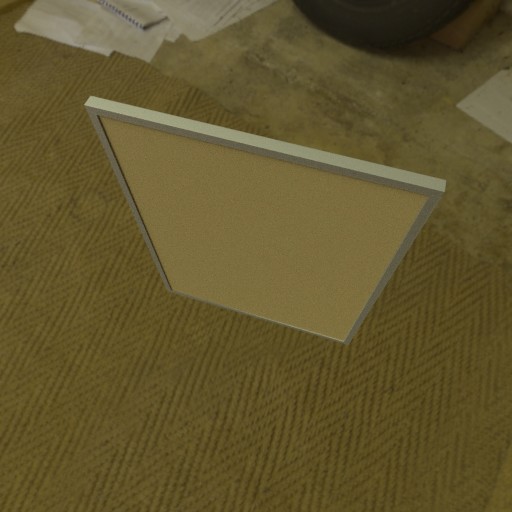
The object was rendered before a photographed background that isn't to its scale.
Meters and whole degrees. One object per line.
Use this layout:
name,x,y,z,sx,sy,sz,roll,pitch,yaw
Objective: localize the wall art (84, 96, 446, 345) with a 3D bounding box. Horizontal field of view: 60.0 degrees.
wall art,0.000,0.000,1.395,0.789,1.042,0.034,15,63,8
